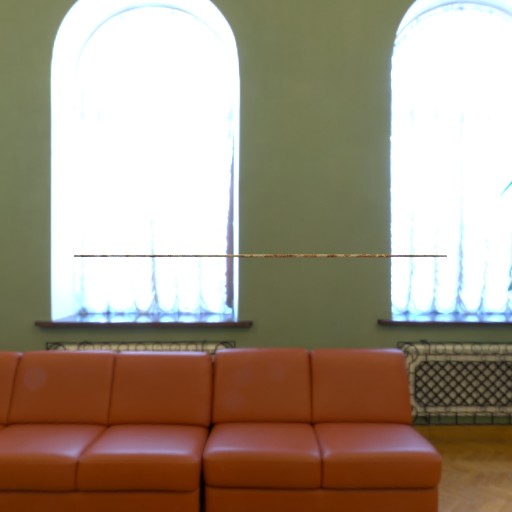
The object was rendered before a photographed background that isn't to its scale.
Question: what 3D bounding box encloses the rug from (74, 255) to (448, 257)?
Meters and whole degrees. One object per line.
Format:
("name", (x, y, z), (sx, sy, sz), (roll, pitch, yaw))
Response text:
("rug", (0.000, 0.000, 3.007), (1.517, 0.011, 2.435), (0, 0, -1))
